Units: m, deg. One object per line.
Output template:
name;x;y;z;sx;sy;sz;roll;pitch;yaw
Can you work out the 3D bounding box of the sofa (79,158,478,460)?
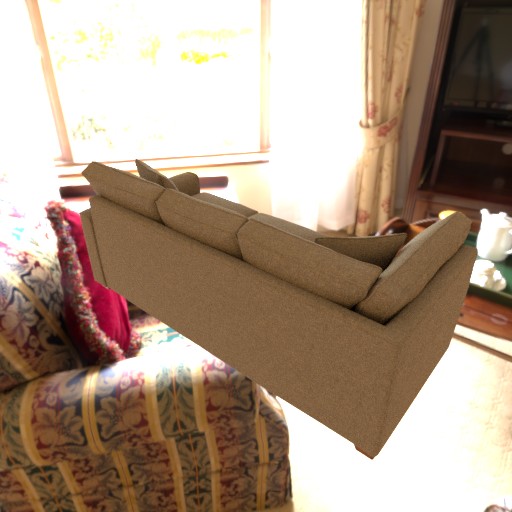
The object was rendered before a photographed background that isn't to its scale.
sofa;0.000;0.000;2.813;2.317;0.962;1.061;24;38;34
